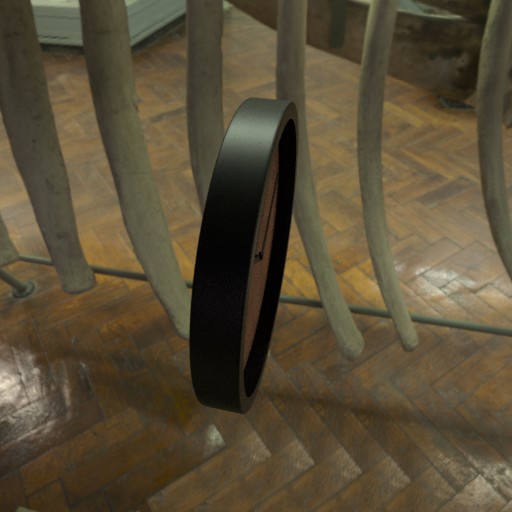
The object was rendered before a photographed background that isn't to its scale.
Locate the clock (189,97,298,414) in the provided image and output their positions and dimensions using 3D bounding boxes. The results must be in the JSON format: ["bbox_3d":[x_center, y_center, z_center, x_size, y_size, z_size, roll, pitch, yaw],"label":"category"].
[{"bbox_3d":[0.000,0.000,0.468,0.040,0.314,0.314,9,47,8],"label":"clock"}]
